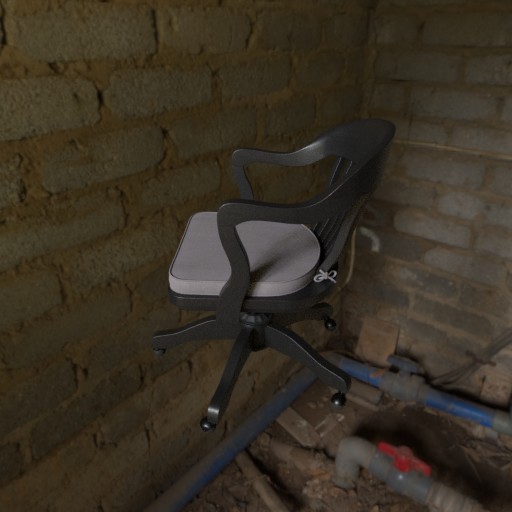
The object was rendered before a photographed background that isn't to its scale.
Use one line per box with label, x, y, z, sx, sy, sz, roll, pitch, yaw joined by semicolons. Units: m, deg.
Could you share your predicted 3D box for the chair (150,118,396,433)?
chair;0.000;0.000;1.488;0.788;0.878;0.750;0;27;1
